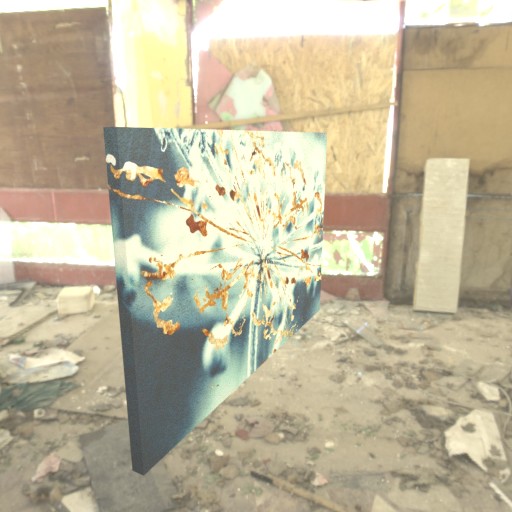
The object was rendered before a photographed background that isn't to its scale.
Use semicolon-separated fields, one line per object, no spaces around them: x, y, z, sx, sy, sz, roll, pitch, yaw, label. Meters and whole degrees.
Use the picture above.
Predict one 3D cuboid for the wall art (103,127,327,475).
0.000;0.000;1.399;0.035;0.759;1.138;8;17;27;wall art
